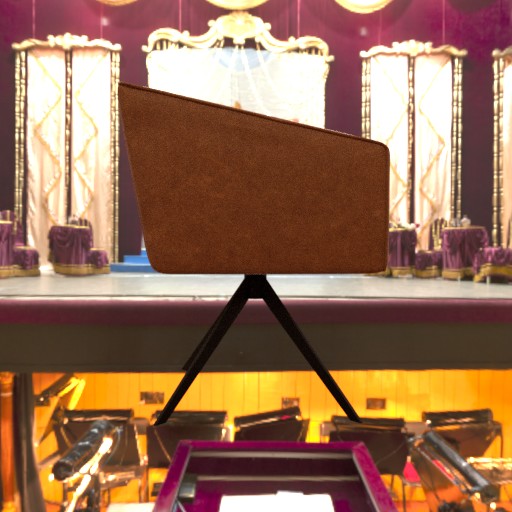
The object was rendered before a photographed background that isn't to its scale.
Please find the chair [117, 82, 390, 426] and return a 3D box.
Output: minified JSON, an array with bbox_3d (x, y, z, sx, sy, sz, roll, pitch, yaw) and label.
[{"bbox_3d":[0.000,0.000,1.246,0.625,0.760,0.588,0,0,-2],"label":"chair"}]
